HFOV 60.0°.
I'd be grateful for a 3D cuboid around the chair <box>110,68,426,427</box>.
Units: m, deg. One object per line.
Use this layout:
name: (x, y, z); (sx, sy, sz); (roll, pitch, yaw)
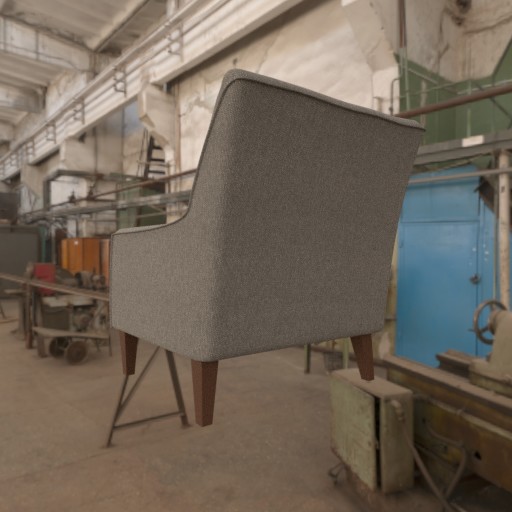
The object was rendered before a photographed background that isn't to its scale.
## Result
chair: (0.000, 0.000, 1.615); (0.780, 0.919, 0.899); (-1, 1, -37)
